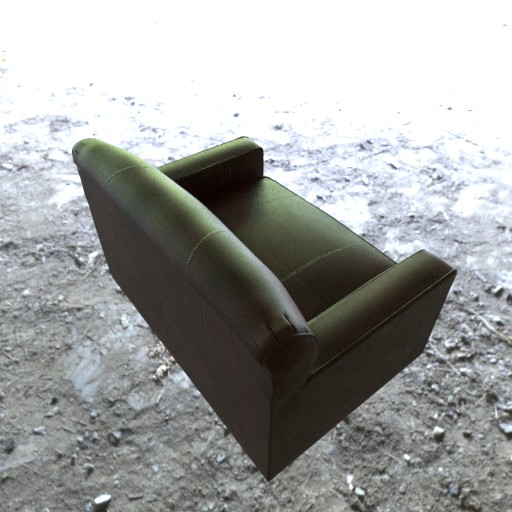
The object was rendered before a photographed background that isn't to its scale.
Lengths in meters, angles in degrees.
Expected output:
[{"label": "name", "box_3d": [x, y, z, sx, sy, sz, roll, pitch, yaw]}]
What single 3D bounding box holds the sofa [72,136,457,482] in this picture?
[{"label": "sofa", "box_3d": [0.000, 0.000, 2.004, 1.000, 0.956, 1.413, -28, 49, -27]}]
